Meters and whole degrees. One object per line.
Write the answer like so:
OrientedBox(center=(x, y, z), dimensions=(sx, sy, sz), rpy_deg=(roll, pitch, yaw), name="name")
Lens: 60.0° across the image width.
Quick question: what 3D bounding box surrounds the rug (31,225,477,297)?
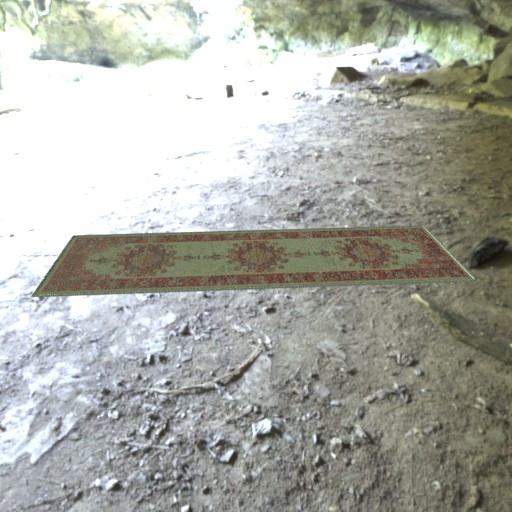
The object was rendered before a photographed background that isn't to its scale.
OrientedBox(center=(0.000, 0.000, 2.048), dimensions=(1.824, 0.009, 0.562), rpy_deg=(-2, 28, -3), name="rug")
